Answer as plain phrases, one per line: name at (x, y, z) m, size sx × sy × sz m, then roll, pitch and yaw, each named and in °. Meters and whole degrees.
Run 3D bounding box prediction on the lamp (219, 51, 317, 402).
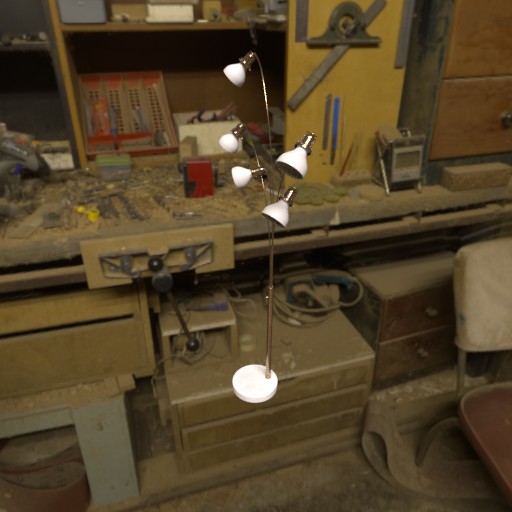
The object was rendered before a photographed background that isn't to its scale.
lamp at (0.000, 0.000, 2.960) m, size 0.361 × 2.423 × 1.405 m, roll -8°, pitch 30°, yaw -13°
